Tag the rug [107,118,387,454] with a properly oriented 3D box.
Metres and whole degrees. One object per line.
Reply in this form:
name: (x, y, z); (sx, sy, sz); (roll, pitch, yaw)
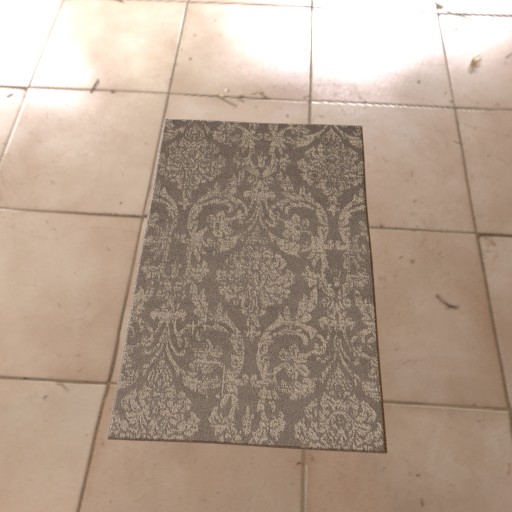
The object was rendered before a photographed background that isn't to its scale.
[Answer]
rug: (0.000, 0.000, 2.303); (1.206, 0.012, 1.824); (2, 64, 1)
